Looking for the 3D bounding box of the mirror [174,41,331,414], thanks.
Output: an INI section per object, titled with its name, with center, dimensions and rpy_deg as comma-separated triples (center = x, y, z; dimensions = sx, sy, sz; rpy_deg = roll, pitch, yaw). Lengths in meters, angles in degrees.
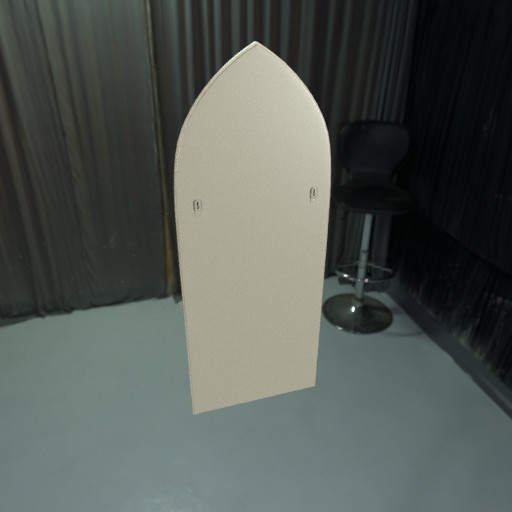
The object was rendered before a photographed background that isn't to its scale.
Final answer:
[mirror]
center = 0.000, 0.000, 1.348
dimensions = 0.464, 1.175, 0.025
rpy_deg = -8, 29, -15
